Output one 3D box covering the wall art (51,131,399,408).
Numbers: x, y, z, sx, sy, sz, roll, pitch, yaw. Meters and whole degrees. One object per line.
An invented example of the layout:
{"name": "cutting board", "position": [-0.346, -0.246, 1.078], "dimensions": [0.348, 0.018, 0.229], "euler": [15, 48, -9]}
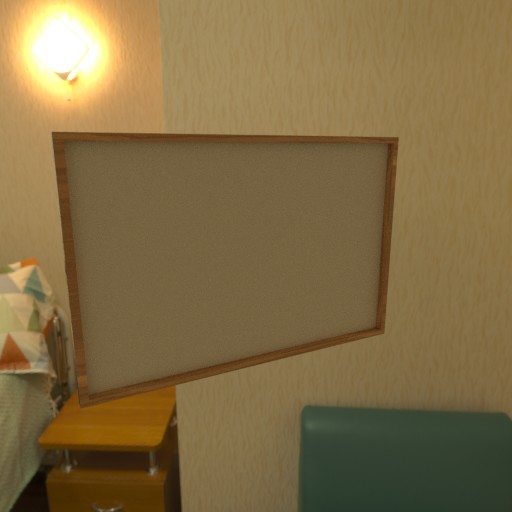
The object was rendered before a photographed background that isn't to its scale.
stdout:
{"name": "wall art", "position": [0.000, 0.000, 0.763], "dimensions": [0.604, 0.402, 0.018], "euler": [-7, 15, -27]}
